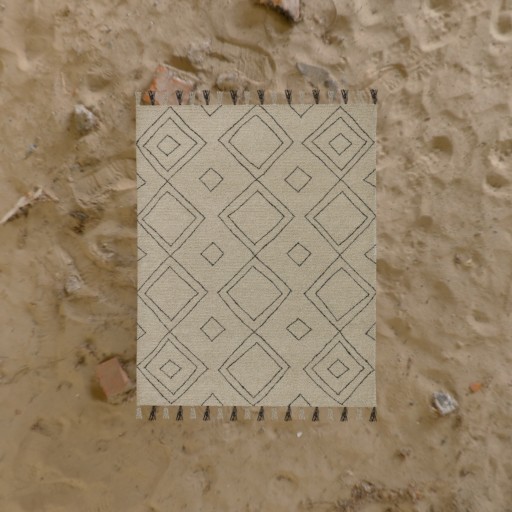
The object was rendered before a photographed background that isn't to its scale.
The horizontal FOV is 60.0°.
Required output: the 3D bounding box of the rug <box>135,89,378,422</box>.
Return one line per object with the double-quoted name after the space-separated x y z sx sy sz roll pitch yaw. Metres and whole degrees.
0.000 0.000 4.304 2.342 0.026 3.221 0 91 1 "rug"
